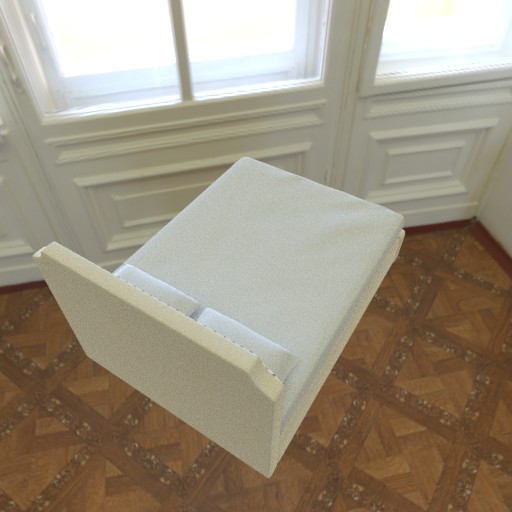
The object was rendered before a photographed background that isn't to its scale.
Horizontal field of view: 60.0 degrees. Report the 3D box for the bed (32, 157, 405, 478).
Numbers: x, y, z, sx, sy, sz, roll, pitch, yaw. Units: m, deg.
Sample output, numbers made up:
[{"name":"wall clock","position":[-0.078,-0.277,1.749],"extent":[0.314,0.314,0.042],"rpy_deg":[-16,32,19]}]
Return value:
[{"name":"bed","position":[0.000,0.000,3.419],"extent":[1.703,1.415,2.329],"rpy_deg":[25,52,21]}]
